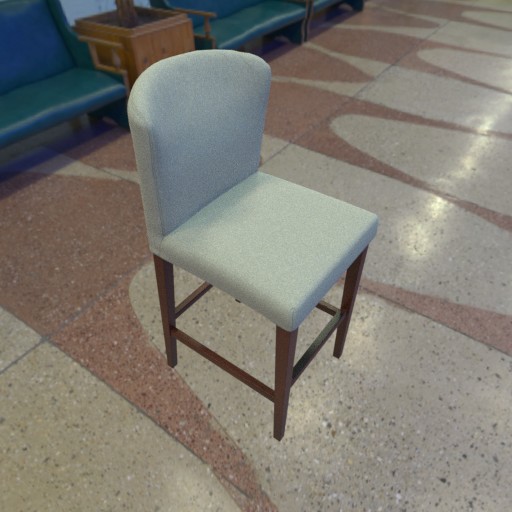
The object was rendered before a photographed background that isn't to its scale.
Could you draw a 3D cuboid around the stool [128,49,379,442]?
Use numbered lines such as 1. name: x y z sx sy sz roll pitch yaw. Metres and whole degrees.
1. stool: 0.000 0.000 1.359 0.568 1.069 0.479 26 48 26
